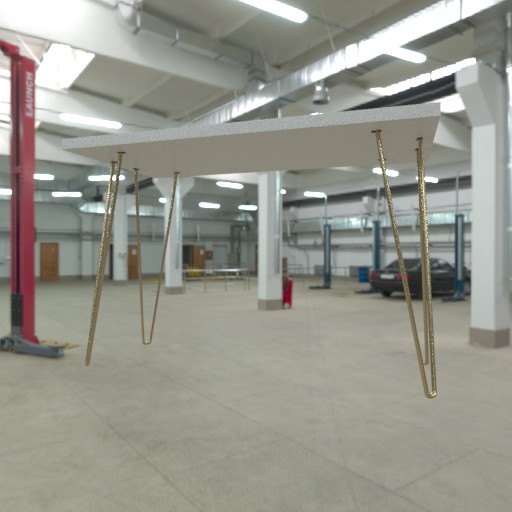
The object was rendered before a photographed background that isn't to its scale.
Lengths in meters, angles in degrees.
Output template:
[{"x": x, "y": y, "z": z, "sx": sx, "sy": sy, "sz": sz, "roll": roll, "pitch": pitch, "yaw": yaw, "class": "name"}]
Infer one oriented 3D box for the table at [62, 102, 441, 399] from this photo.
[{"x": 0.000, "y": 0.000, "z": 1.335, "sx": 0.991, "sy": 0.660, "sz": 0.498, "roll": 0, "pitch": 0, "yaw": 18, "class": "table"}]
